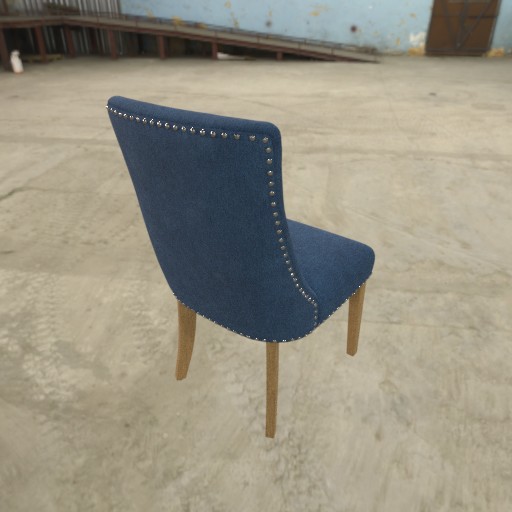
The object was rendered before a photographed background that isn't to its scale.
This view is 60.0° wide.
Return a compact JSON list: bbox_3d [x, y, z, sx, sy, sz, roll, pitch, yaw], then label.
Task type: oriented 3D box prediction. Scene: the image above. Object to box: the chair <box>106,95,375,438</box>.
[{"bbox_3d":[0.000,0.000,1.274,0.495,0.902,0.610,21,36,33],"label":"chair"}]
